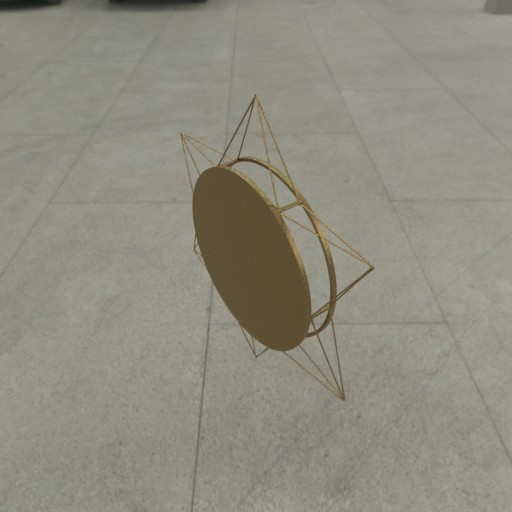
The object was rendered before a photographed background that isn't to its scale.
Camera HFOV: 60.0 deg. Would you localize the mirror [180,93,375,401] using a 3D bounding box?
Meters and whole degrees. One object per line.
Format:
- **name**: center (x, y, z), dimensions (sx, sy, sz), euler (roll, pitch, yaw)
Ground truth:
- **mirror**: center (0.000, 0.000, 0.798), dimensions (0.062, 0.581, 0.498), euler (-25, 45, -27)
